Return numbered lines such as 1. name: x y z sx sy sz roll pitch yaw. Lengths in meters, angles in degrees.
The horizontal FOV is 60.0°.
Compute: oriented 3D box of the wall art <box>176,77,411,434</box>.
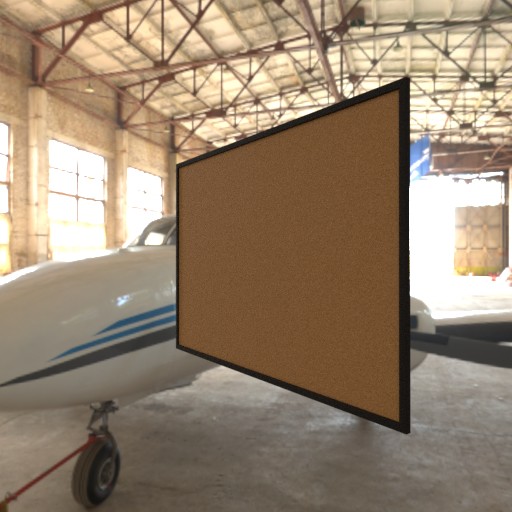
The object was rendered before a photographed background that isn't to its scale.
1. wall art: 0.000 0.000 1.216 0.013 0.665 0.963 0 0 -36
